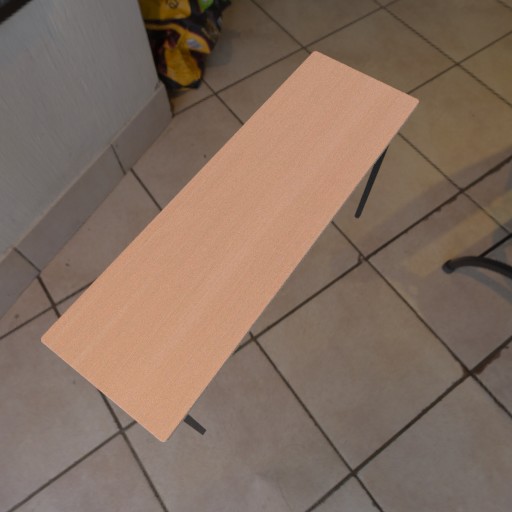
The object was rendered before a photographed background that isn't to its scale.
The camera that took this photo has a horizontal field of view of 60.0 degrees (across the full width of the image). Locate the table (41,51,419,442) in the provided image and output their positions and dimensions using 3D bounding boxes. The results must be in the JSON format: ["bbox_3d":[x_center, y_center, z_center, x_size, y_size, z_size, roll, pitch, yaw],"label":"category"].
[{"bbox_3d":[0.000,0.000,1.732,0.447,0.750,1.397,33,68,15],"label":"table"}]
